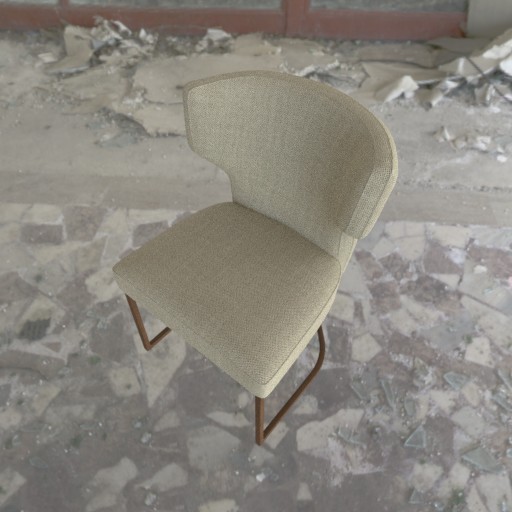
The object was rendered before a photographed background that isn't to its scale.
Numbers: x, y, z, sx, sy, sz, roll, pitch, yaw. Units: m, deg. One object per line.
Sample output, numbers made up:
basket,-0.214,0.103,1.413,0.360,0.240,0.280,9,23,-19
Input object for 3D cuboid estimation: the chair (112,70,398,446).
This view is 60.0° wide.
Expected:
chair,0.000,0.000,1.274,0.611,0.824,0.617,31,55,25
